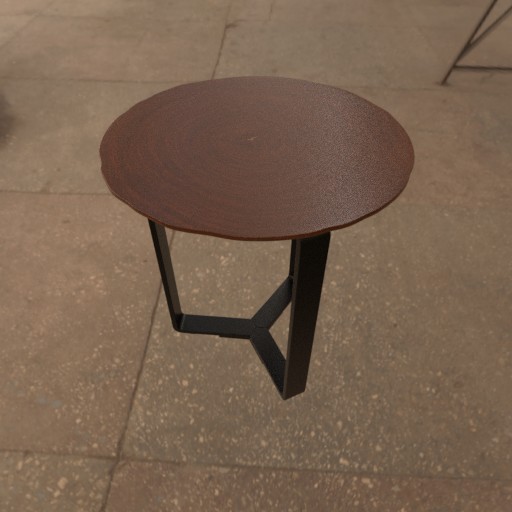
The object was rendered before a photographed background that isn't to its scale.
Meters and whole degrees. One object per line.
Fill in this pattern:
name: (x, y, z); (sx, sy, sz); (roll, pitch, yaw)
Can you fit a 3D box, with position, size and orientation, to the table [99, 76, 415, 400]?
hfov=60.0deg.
table: (0.000, 0.000, 0.751); (0.410, 0.450, 0.380); (4, 46, 4)
